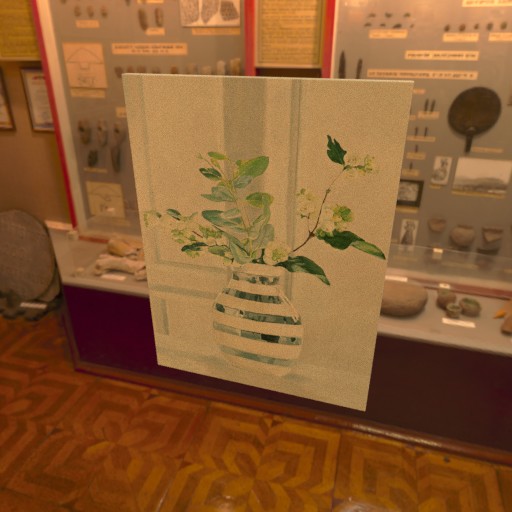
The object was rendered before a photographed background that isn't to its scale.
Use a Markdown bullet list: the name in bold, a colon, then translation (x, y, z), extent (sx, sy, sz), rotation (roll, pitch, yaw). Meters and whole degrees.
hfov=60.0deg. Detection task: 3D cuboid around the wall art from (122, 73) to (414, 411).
- **wall art**: translation (0.000, 0.000, 1.615), extent (0.914, 1.212, 0.038), rotation (8, 28, 16)
